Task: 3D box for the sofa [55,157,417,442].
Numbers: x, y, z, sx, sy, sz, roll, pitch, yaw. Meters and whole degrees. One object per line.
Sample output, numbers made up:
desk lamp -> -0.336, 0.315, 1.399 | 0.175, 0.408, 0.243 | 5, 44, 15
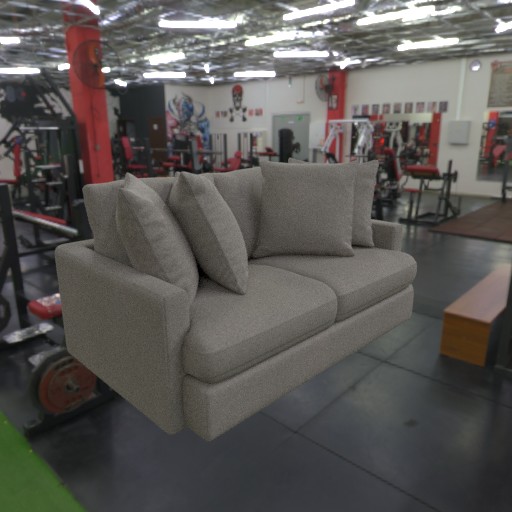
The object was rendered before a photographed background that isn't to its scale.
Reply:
sofa -> 0.000, 0.000, 2.606 | 1.869, 1.080, 1.228 | -15, 22, -43
